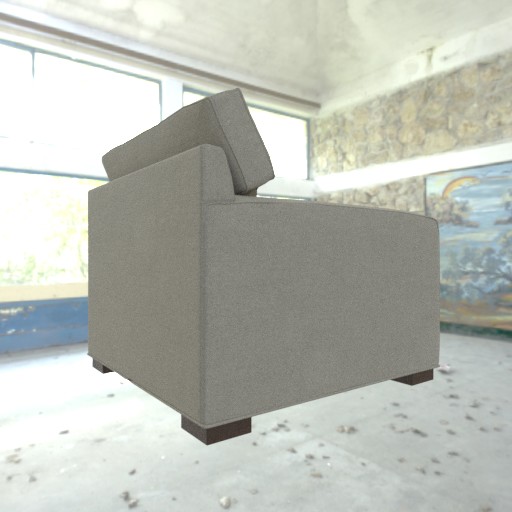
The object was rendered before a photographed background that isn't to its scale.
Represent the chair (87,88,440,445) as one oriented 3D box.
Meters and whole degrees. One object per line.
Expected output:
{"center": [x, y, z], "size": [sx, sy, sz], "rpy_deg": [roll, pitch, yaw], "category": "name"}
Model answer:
{"center": [0.000, 0.000, 1.777], "size": [1.044, 0.934, 0.999], "rpy_deg": [0, 0, -36], "category": "chair"}
